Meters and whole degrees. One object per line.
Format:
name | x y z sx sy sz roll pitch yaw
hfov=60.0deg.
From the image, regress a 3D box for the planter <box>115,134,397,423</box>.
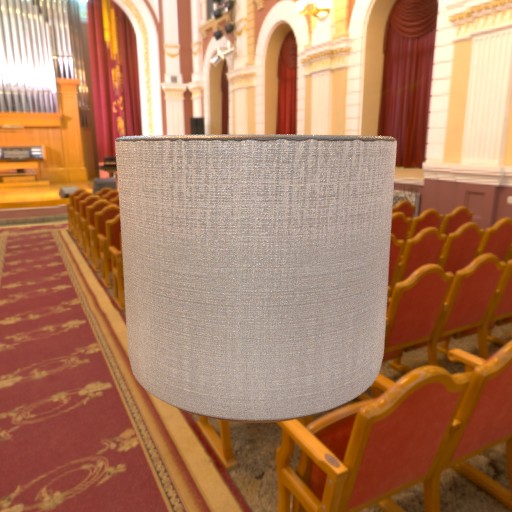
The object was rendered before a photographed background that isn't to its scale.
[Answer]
planter | 0.000 0.000 0.216 0.125 0.112 0.125 0 14 0
